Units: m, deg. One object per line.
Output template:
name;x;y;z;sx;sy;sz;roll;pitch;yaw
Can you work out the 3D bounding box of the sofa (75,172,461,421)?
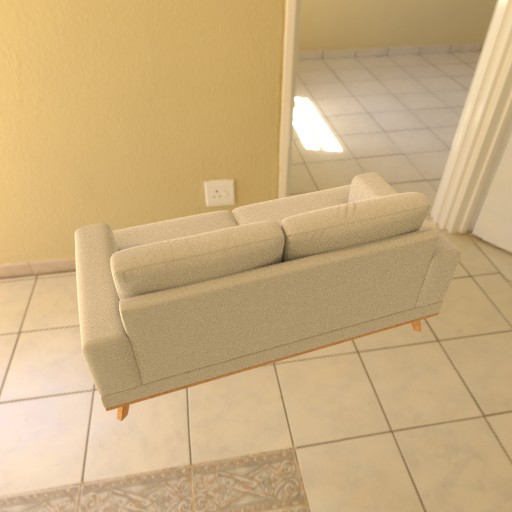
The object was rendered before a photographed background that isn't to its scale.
sofa;0.000;0.000;2.148;1.651;0.810;0.915;-13;42;-14
